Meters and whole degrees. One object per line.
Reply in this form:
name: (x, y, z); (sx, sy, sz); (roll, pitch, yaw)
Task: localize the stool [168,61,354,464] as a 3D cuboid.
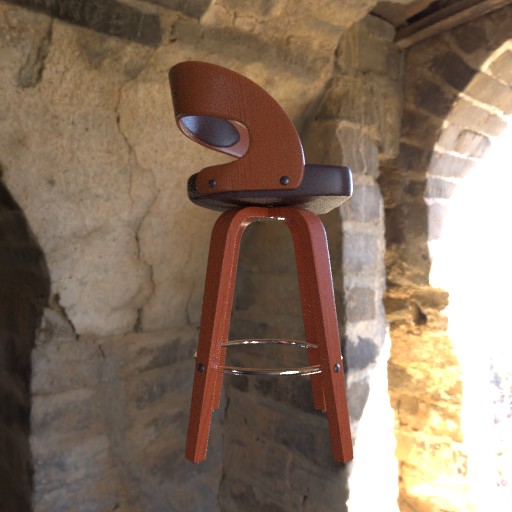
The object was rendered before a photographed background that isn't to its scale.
stool: (0.000, 0.000, 1.174); (0.457, 0.940, 0.457); (0, 0, 0)
